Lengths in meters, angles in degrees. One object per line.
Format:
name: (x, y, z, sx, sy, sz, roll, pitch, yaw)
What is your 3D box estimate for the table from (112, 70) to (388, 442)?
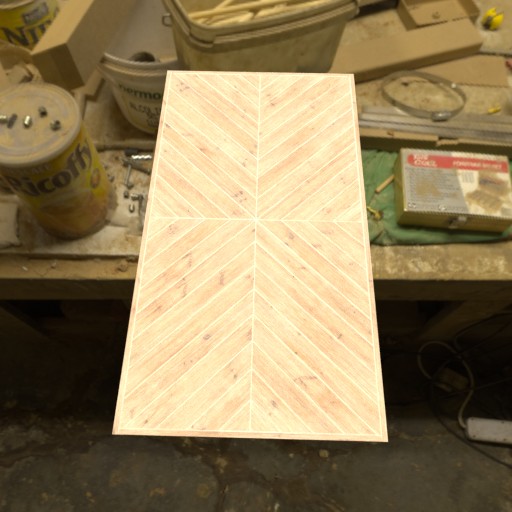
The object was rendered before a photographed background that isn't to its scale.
table: (0.000, 0.000, 2.320, 0.991, 0.762, 1.803, 1, 65, 1)
